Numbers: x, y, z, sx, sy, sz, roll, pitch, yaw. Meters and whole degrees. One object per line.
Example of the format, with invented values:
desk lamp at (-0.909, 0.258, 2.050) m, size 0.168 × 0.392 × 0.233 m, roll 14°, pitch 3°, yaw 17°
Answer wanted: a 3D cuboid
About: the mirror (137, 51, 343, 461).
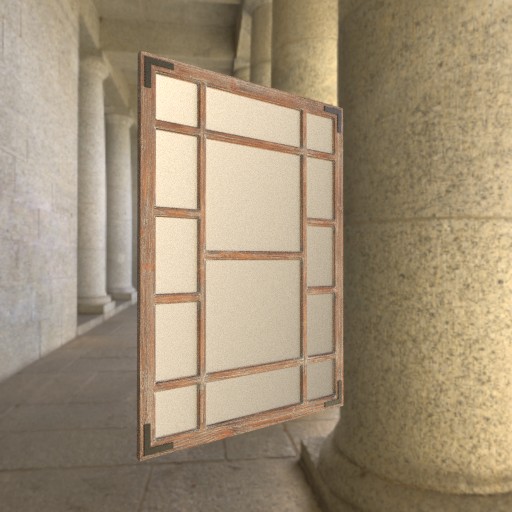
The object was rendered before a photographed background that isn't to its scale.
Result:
mirror at (0.000, 0.000, 1.286) m, size 0.705 × 0.996 × 0.025 m, roll 0°, pitch -1°, yaw -36°
